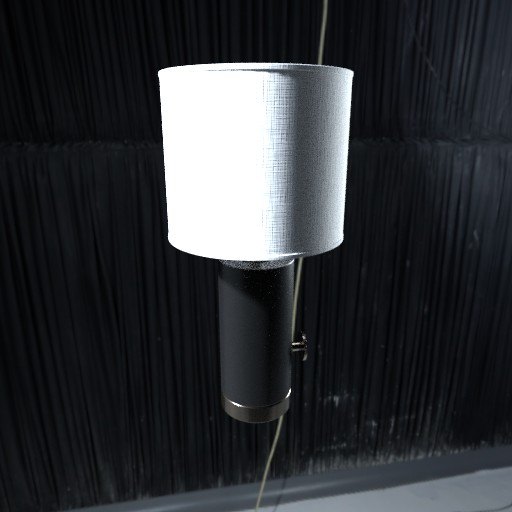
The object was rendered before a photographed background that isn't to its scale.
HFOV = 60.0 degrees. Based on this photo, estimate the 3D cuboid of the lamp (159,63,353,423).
[{"bbox_3d":[0.000,0.000,0.632,0.240,0.482,0.241,-3,18,-10],"label":"lamp"}]
